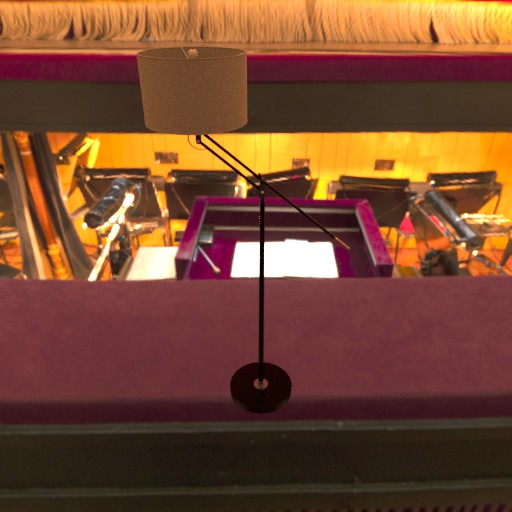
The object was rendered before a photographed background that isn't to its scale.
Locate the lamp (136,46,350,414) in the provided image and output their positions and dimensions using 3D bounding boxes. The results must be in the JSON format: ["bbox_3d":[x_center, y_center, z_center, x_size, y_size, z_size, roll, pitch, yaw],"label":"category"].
[{"bbox_3d":[0.000,0.000,1.930,0.809,1.635,0.373,0,31,0],"label":"lamp"}]
